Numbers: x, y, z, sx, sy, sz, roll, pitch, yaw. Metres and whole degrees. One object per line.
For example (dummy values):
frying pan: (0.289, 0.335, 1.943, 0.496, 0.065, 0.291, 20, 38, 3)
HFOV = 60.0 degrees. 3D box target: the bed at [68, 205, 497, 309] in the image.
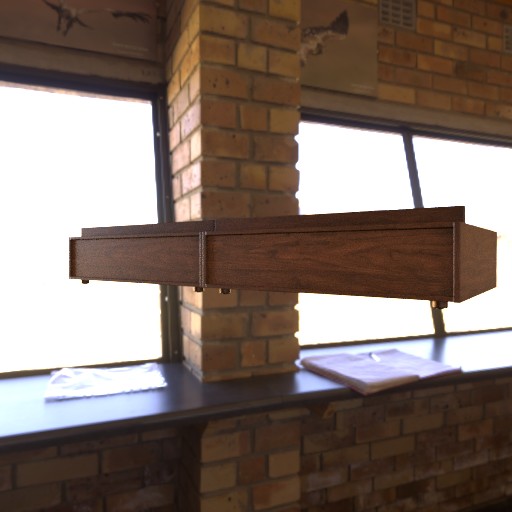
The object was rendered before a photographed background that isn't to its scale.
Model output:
bed: (0.000, 0.000, 2.234, 2.057, 0.326, 0.787, 0, 0, 36)
